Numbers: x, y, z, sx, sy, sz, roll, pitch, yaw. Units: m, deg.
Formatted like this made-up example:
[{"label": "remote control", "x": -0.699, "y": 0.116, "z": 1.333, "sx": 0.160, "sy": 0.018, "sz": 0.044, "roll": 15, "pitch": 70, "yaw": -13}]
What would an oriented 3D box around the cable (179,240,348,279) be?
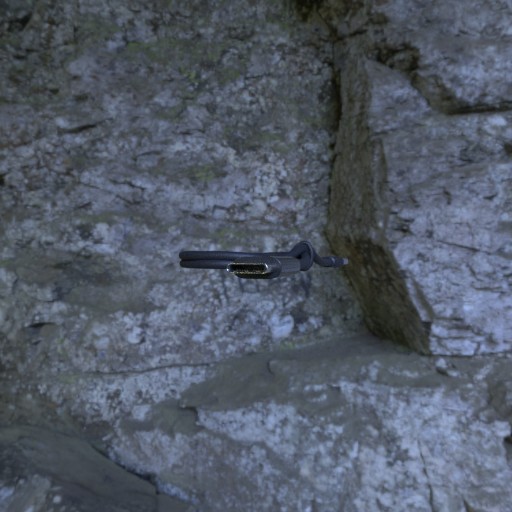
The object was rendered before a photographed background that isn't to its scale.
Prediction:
[{"label": "cable", "x": 0.000, "y": 0.000, "z": 0.211, "sx": 0.070, "sy": 0.014, "sz": 0.186, "roll": 0, "pitch": 0, "yaw": 17}]
